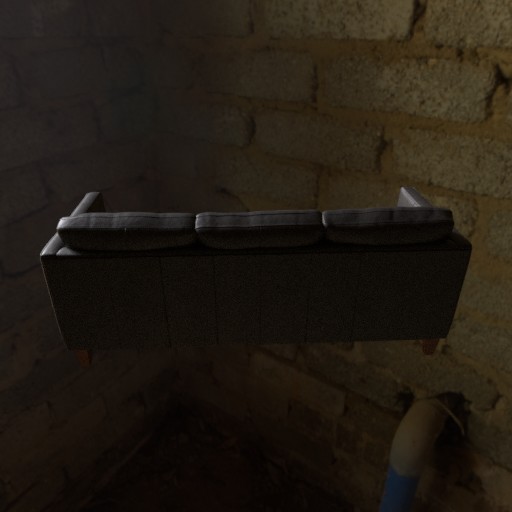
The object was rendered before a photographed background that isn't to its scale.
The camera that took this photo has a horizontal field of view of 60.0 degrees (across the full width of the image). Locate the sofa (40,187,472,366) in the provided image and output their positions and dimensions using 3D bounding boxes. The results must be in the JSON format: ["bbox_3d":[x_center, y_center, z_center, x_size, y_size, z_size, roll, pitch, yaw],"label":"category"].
[{"bbox_3d":[0.000,0.000,3.074,2.464,1.006,1.045,-1,29,-2],"label":"sofa"}]
